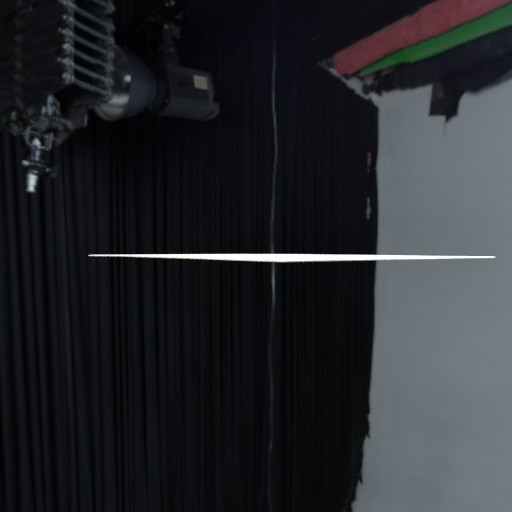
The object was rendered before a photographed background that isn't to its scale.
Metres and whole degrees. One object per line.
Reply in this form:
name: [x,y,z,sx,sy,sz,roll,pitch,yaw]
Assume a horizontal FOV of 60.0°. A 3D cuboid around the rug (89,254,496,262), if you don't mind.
rug: [0.000,0.000,2.987,1.529,0.012,2.435,0,1,-36]
